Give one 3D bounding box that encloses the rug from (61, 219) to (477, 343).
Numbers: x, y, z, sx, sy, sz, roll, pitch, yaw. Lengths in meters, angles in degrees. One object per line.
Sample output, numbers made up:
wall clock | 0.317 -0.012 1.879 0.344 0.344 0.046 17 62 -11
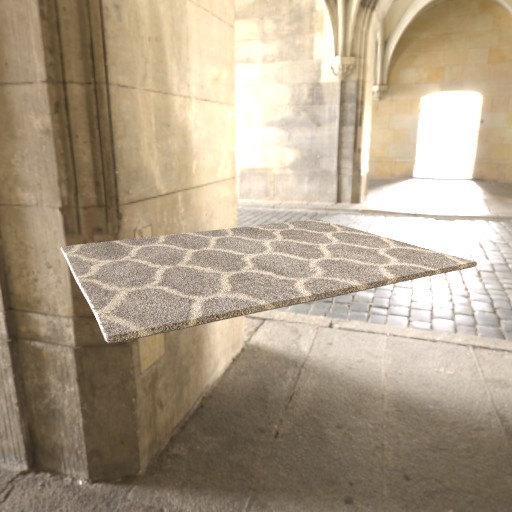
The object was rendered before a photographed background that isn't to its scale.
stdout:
rug | 0.000 0.000 2.104 1.600 0.025 1.200 -8 17 -28
